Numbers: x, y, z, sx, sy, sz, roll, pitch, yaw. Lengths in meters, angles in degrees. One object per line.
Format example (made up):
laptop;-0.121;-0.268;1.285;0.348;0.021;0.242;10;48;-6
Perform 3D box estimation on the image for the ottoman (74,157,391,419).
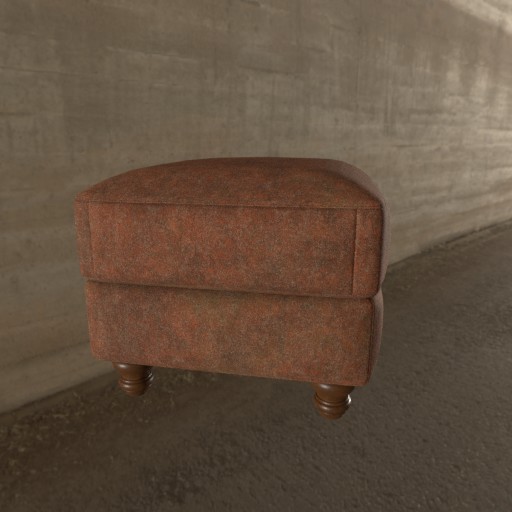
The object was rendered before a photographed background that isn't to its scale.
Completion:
ottoman;0.000;0.000;1.178;0.635;0.508;0.787;3;15;11
